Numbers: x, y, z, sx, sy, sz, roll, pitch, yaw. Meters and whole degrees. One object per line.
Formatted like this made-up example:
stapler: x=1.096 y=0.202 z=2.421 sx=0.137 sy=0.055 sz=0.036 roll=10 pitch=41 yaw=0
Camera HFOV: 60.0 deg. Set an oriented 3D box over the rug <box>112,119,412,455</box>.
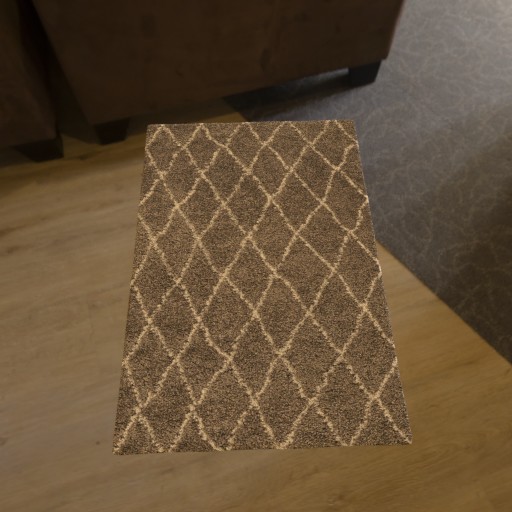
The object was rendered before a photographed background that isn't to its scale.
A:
rug: x=0.000 y=0.000 z=2.209 sx=1.219 sy=0.030 sz=1.778 roll=-2 pitch=62 yaw=-1
